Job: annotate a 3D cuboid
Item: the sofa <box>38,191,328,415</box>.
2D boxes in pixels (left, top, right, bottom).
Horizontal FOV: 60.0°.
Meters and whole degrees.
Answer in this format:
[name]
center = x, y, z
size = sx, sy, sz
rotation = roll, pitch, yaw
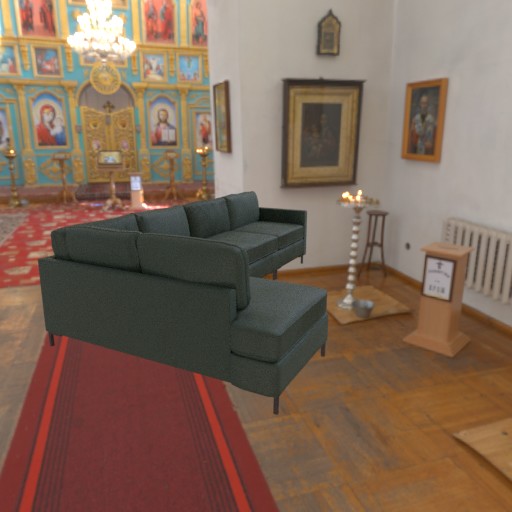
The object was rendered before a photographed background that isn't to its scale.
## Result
[sofa]
center = 0.000, 0.000, 4.394
size = 2.048, 0.996, 3.384
rotation = 7, 16, 27
